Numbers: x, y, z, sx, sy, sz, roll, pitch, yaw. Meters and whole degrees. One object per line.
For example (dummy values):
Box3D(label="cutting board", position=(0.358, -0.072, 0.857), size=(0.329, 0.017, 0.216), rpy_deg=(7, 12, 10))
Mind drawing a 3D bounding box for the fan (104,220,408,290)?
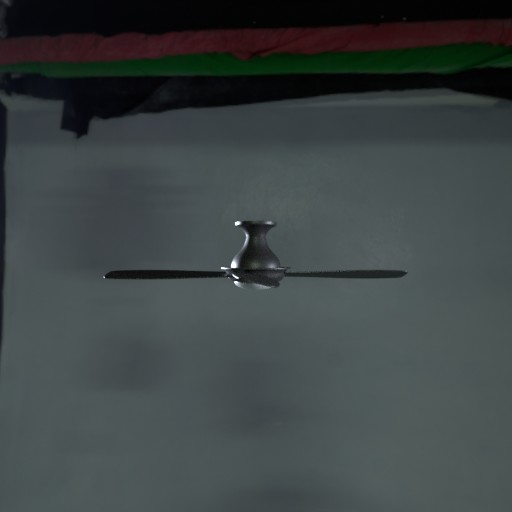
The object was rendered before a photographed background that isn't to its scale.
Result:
Box3D(label="fan", position=(0.000, 0.000, 2.511), size=(1.694, 0.382, 1.694), rpy_deg=(0, 0, 0))
